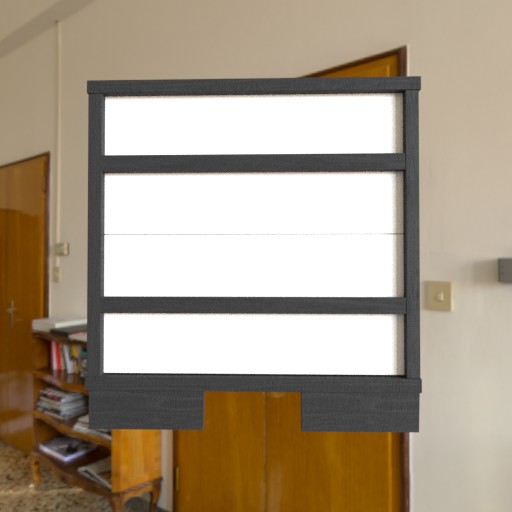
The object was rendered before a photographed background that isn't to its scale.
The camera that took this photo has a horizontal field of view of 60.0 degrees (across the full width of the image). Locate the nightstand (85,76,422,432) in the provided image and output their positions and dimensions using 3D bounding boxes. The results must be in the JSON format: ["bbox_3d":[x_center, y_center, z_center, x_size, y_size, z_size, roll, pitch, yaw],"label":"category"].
[{"bbox_3d":[0.000,0.000,0.734,0.427,0.448,0.347,0,-1,2],"label":"nightstand"}]
